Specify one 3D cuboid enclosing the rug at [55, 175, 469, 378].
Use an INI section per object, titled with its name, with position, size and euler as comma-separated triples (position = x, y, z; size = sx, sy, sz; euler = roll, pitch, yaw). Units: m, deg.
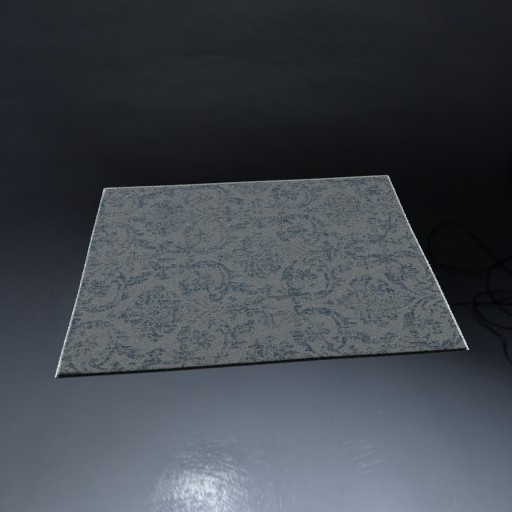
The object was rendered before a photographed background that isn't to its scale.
[rug]
position = 0.000, 0.000, 2.885
size = 2.197, 0.014, 1.586
euler = -3, 47, -3
